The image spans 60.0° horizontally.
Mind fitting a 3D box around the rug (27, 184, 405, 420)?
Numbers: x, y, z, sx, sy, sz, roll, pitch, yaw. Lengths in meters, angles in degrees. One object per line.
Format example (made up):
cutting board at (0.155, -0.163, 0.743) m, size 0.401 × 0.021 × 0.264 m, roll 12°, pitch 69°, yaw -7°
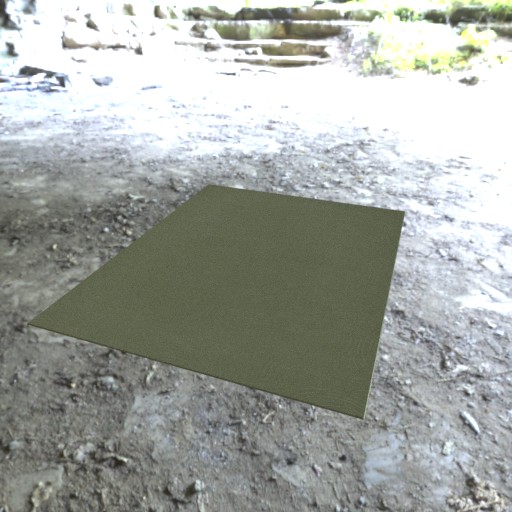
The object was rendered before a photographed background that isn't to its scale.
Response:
rug at (0.000, 0.000, 3.485) m, size 2.073 × 0.011 × 2.584 m, roll 11°, pitch 31°, yaw 18°
